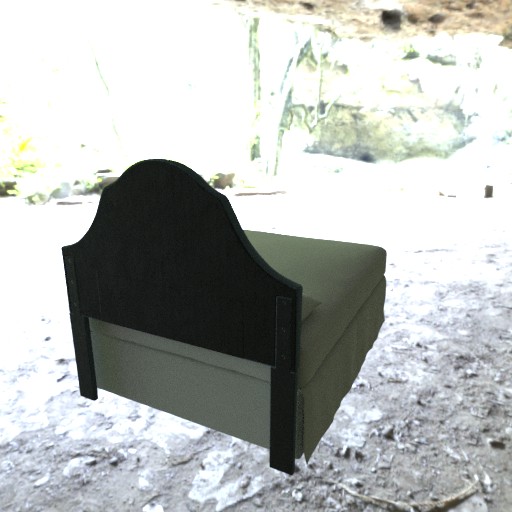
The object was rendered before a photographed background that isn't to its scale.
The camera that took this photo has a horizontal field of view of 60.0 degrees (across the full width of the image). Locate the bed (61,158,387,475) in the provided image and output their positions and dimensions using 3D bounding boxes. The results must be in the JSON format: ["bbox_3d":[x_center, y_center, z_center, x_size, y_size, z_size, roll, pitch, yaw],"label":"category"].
[{"bbox_3d":[0.000,0.000,3.300,1.636,1.575,2.155,9,19,26],"label":"bed"}]
